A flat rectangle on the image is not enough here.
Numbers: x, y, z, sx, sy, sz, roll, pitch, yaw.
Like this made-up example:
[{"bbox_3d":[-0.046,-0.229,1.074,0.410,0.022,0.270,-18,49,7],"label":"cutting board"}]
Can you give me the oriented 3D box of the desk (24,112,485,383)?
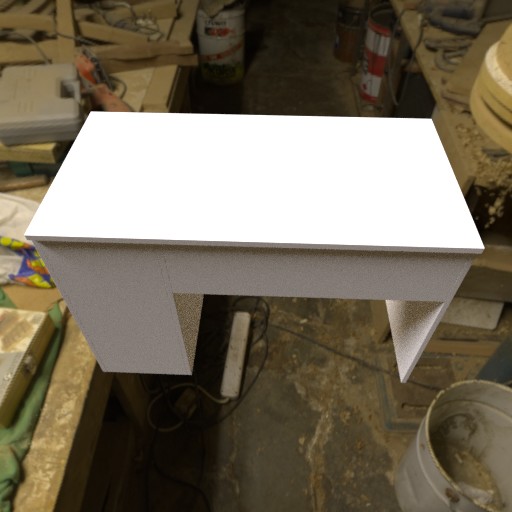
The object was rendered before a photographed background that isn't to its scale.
[{"bbox_3d":[0.000,0.000,1.509,1.096,0.730,0.560,2,48,2],"label":"desk"}]
